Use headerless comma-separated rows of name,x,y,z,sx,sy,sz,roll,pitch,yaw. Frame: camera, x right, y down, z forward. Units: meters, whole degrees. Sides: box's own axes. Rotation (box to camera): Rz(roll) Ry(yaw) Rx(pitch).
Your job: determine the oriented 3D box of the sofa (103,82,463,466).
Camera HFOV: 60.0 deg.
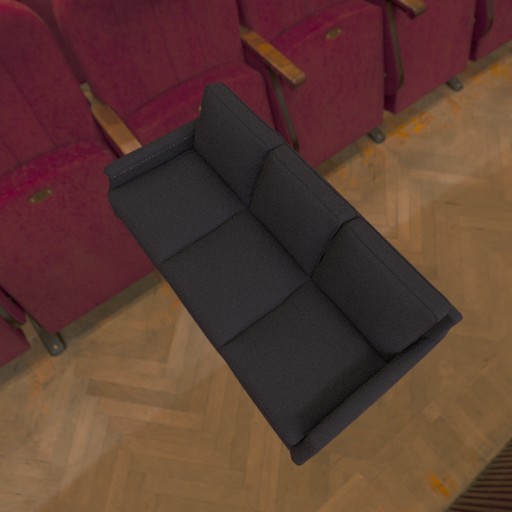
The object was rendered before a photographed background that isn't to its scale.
sofa,0.000,0.000,2.846,1.084,1.003,2.246,-34,67,-16
